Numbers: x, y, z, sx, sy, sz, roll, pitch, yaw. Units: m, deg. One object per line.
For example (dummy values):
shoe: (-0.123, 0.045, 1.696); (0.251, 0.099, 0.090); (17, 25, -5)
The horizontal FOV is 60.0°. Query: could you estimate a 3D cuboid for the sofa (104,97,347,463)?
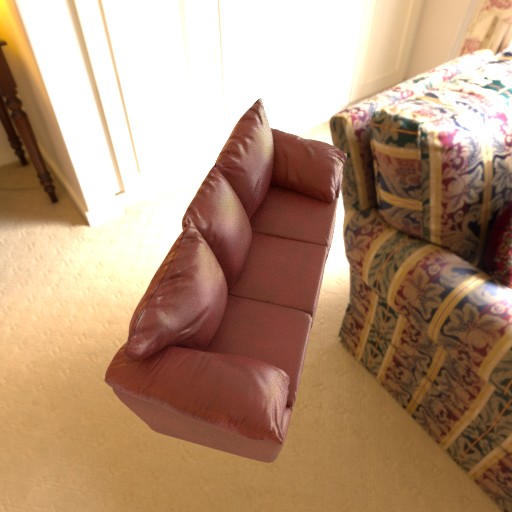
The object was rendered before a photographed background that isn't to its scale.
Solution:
sofa: (0.000, 0.000, 2.874); (0.907, 1.091, 2.390); (11, 47, 10)
